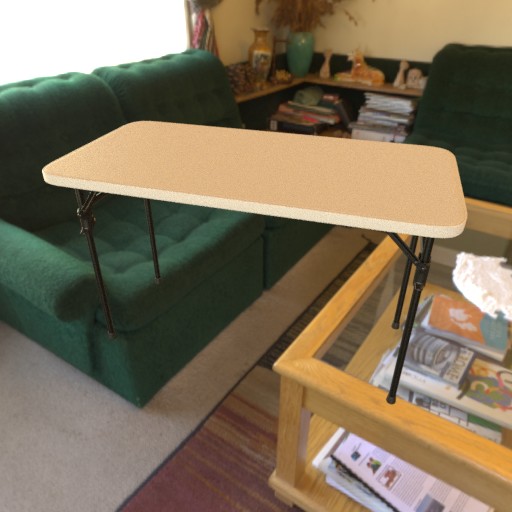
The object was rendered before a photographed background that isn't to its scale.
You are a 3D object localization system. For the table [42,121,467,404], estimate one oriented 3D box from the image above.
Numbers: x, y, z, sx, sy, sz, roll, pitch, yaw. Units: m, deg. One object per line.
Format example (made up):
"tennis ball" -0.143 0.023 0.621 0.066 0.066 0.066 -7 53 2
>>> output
"table" 0.000 0.000 1.606 1.219 0.729 0.610 9 33 14
